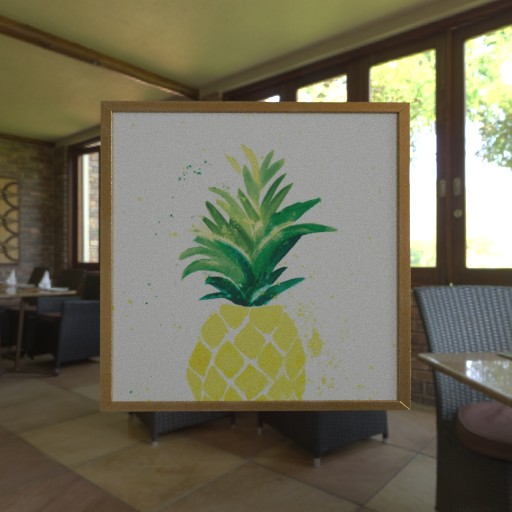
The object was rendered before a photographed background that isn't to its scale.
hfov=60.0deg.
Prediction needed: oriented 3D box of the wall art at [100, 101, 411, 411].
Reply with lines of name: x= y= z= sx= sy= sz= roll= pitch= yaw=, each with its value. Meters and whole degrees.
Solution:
wall art: x=0.000 y=0.000 z=1.107 sx=0.762 sy=0.760 sz=0.037 roll=0 pitch=0 yaw=-1
